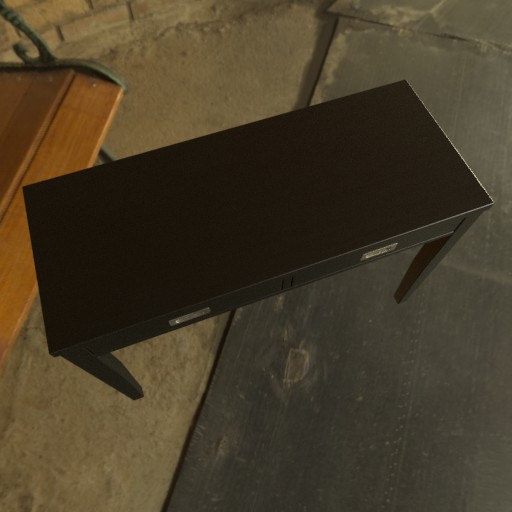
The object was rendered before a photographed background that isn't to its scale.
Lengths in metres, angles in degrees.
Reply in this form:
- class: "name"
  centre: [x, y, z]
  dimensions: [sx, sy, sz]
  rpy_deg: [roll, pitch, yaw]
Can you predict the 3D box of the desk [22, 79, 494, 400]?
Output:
- class: "desk"
  centre: [0.000, 0.000, 1.582]
  dimensions: [1.220, 0.775, 0.508]
  rpy_deg: [-18, 65, -9]
